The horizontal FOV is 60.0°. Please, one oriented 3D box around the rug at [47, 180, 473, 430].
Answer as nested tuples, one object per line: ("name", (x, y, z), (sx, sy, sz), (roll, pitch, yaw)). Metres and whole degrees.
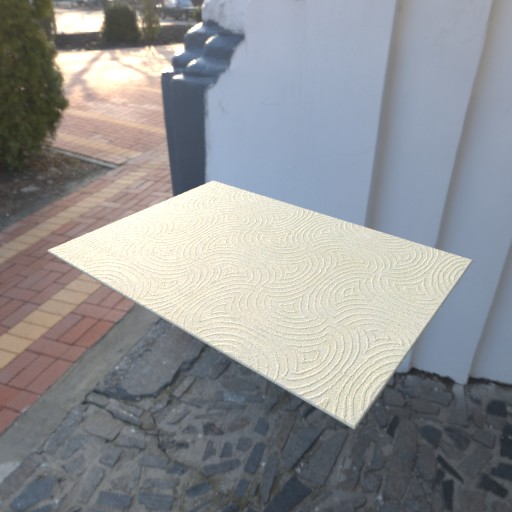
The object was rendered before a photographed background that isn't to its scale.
("rug", (0.000, 0.000, 2.727), (2.132, 0.015, 1.526), (22, 37, 32))
